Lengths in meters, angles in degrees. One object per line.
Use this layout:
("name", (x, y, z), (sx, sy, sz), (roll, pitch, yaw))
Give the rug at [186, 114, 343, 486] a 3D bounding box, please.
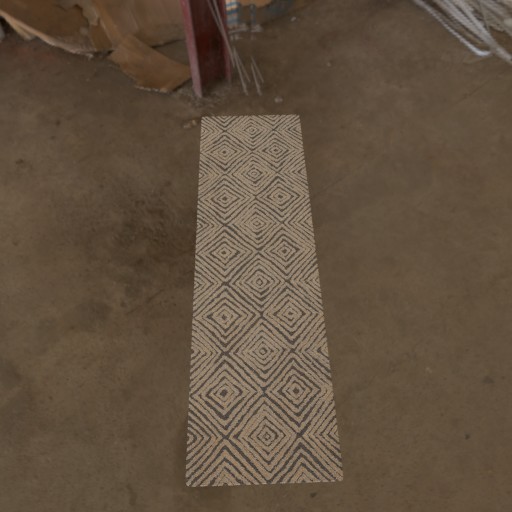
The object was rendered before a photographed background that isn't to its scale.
("rug", (0.000, 0.000, 2.483), (0.676, 0.008, 2.277), (-2, 59, -1))
